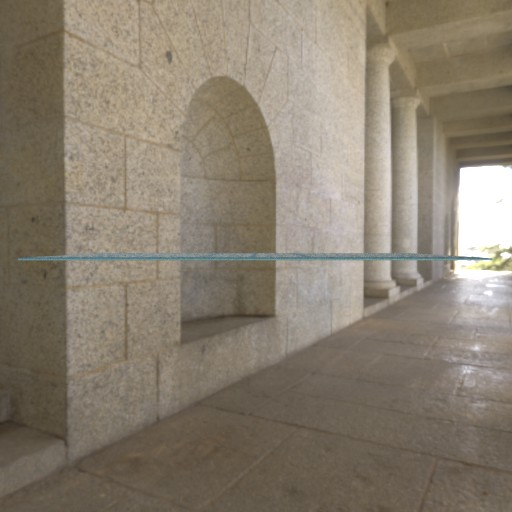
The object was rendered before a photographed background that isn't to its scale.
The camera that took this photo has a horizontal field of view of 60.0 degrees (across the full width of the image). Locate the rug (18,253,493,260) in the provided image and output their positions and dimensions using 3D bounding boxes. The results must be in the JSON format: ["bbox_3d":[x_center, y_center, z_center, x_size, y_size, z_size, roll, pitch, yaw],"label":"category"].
[{"bbox_3d":[0.000,0.000,1.435,1.219,0.007,0.604,0,1,0],"label":"rug"}]
